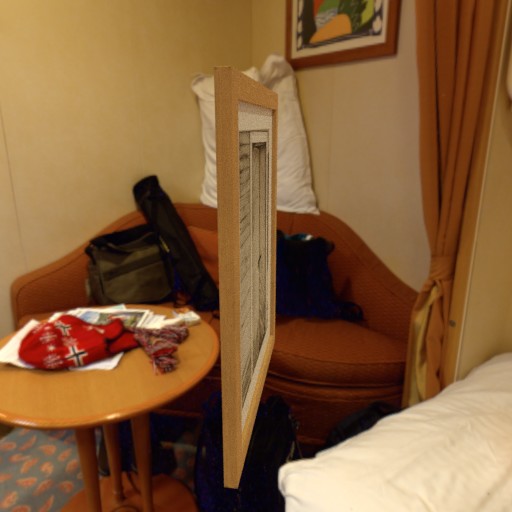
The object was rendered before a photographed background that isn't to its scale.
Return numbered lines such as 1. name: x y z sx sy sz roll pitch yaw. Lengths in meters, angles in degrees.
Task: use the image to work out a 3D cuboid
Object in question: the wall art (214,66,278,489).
1. wall art: 0.000 0.000 0.775 0.020 0.561 0.460 3 17 9
